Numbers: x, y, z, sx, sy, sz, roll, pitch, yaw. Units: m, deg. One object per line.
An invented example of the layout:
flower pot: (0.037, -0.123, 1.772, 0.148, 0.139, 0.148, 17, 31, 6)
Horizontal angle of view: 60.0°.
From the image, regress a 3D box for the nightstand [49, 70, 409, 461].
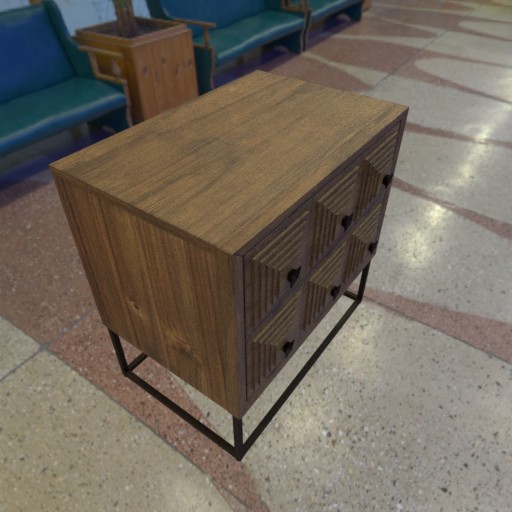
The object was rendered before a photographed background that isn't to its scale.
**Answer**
nightstand: (0.000, 0.000, 1.043, 0.437, 0.610, 0.610, 25, 47, 27)
